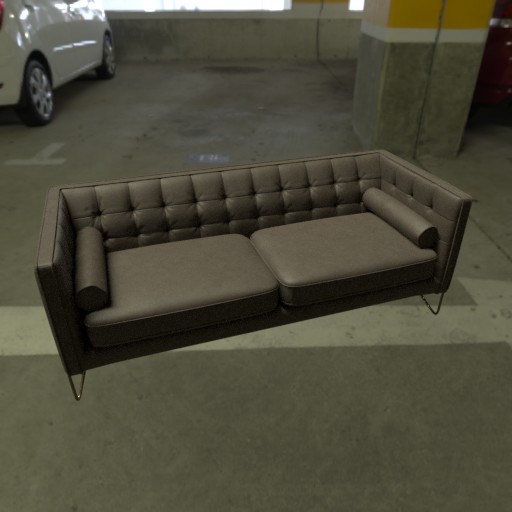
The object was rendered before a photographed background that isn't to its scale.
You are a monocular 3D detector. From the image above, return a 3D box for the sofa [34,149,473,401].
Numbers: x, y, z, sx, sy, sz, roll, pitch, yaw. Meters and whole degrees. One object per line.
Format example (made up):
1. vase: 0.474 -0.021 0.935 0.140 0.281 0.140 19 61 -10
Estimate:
1. sofa: 0.000 0.000 2.491 2.087 0.789 0.867 -10 32 -16
